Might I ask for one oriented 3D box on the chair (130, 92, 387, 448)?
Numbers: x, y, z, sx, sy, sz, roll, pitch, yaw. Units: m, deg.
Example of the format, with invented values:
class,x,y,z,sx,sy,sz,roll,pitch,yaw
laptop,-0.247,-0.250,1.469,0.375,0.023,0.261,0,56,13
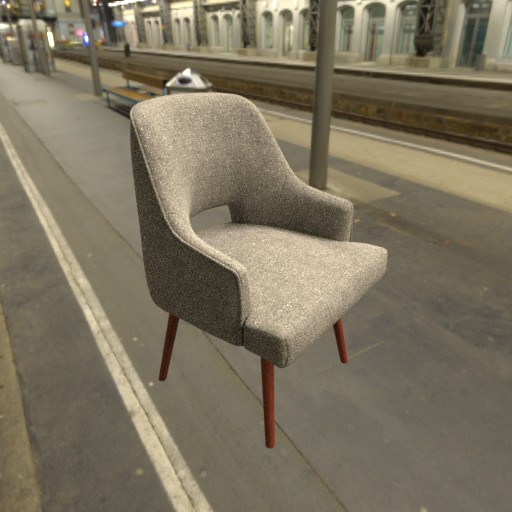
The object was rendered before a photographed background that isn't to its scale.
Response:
class,x,y,z,sx,sy,sz,roll,pitch,yaw
chair,0.000,0.000,1.328,0.629,0.875,0.608,19,32,33
